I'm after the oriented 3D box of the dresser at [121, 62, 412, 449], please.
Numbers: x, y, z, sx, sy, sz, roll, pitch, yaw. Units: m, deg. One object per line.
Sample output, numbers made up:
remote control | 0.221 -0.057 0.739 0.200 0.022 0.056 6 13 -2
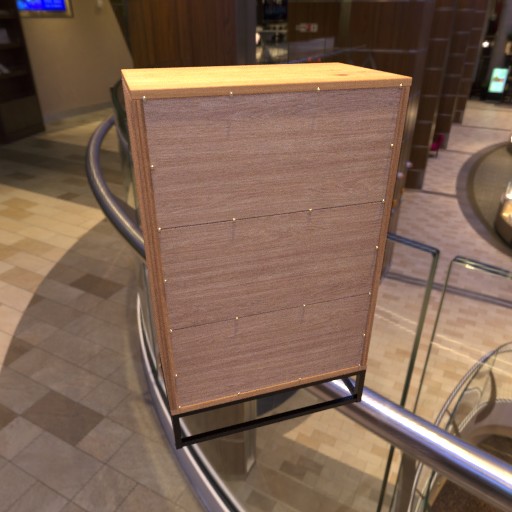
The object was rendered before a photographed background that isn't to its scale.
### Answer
dresser | 0.000 0.000 1.614 0.761 1.240 0.479 -9 30 -15
